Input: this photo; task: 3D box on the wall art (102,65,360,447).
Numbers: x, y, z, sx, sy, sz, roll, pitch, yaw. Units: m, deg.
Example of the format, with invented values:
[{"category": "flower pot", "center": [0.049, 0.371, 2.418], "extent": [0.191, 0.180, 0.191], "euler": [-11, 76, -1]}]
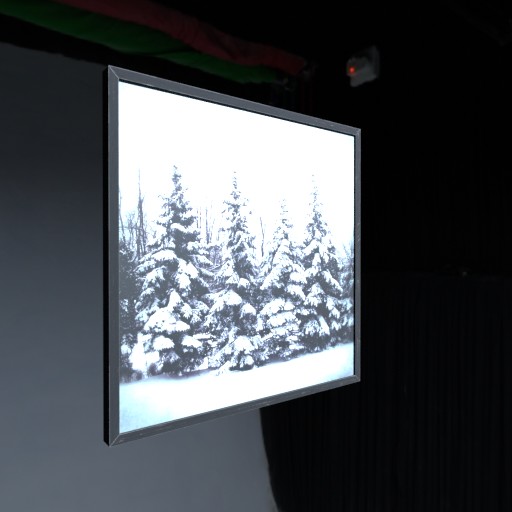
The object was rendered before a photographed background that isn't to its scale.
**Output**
[{"category": "wall art", "center": [0.000, 0.000, 1.126], "extent": [0.761, 0.761, 0.037], "euler": [0, 1, -37]}]
